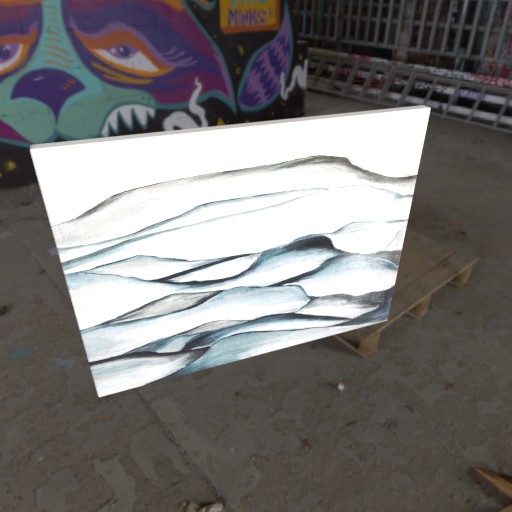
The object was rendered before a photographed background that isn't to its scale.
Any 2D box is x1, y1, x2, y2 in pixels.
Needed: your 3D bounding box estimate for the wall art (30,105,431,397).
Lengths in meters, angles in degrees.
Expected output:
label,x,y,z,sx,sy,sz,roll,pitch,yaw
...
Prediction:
label,x,y,z,sx,sy,sz,roll,pitch,yaw
wall art,0.000,0.000,1.542,1.219,0.915,0.039,-11,34,-17
